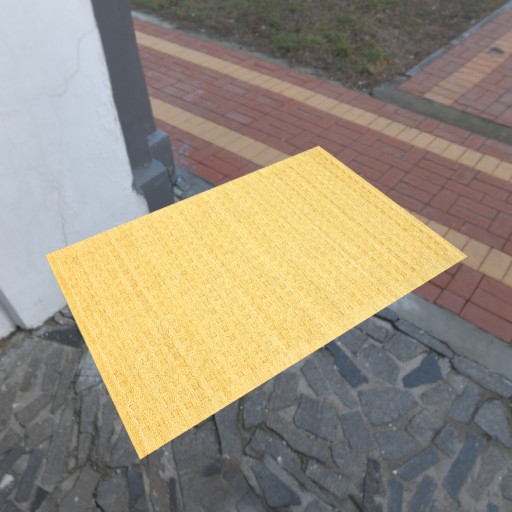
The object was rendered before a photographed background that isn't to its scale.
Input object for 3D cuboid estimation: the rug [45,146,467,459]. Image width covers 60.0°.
[{"bbox_3d":[0.000,0.000,2.887,2.286,0.006,1.524,-26,52,-22],"label":"rug"}]
